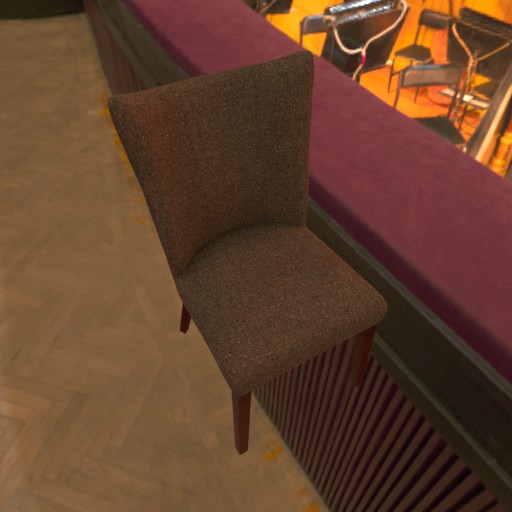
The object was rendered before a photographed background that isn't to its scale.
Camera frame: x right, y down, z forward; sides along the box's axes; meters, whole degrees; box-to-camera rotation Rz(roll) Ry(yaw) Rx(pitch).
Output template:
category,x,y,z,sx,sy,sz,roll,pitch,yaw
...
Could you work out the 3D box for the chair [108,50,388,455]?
category,x,y,z,sx,sy,sz,roll,pitch,yaw
chair,0.000,0.000,1.261,0.535,0.924,0.623,-23,50,-20
